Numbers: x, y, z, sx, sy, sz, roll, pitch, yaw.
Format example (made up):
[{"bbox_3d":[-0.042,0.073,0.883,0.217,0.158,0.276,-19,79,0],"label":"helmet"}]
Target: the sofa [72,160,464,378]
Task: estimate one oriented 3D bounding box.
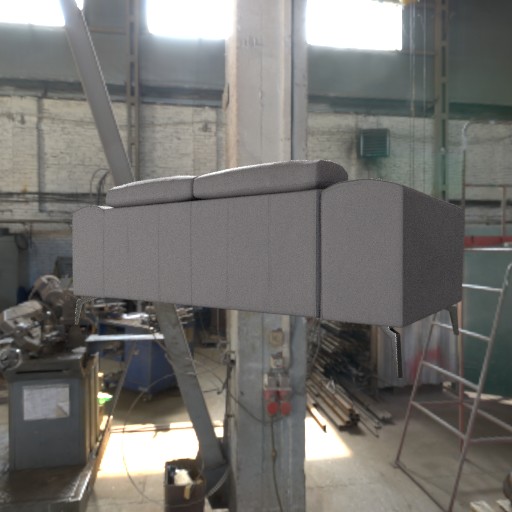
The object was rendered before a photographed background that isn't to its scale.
[{"bbox_3d":[0.000,0.000,2.368,1.895,0.779,1.003,0,1,35],"label":"sofa"}]
